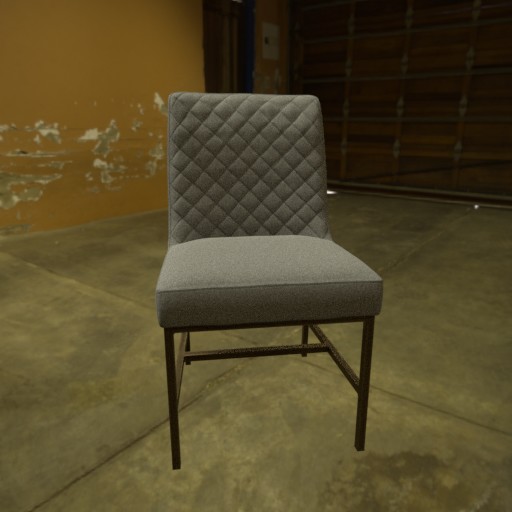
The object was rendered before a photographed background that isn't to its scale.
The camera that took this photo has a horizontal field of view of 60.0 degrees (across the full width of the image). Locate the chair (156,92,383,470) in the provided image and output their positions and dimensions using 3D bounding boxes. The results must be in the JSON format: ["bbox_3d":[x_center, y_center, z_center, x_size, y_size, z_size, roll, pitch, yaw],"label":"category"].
[{"bbox_3d":[0.000,0.000,1.225,0.508,0.889,0.587,-2,16,-8],"label":"chair"}]
